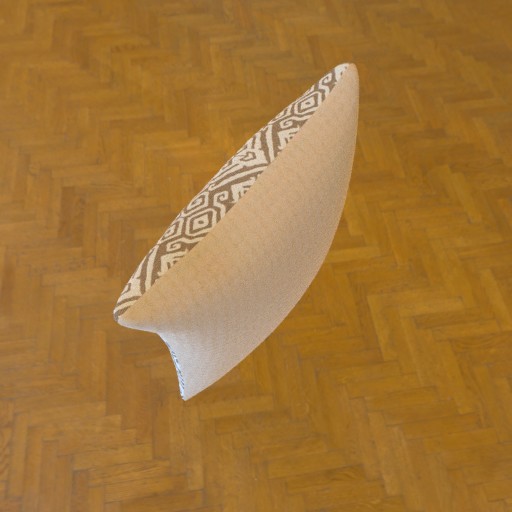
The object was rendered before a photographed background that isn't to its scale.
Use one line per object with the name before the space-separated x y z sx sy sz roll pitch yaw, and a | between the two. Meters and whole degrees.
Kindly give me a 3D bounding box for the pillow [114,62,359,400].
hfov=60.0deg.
pillow | 0.000 0.000 0.646 0.173 0.407 0.419 33 68 15
